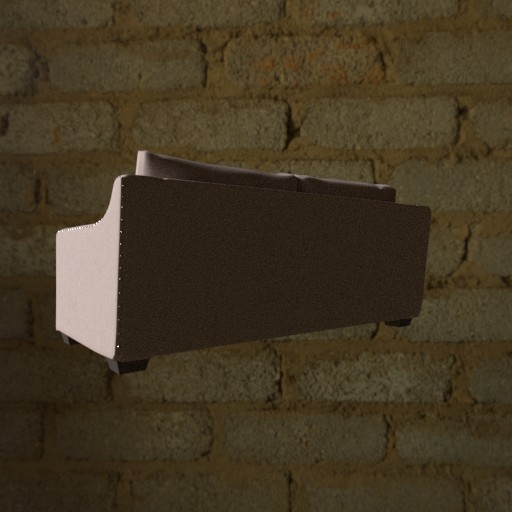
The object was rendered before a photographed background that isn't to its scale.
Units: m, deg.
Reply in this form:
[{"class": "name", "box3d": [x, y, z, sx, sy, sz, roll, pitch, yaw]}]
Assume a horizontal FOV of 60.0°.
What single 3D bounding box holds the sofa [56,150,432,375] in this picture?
[{"class": "sofa", "box3d": [0.000, 0.000, 2.576, 1.967, 0.901, 1.030, 0, 1, -37]}]
